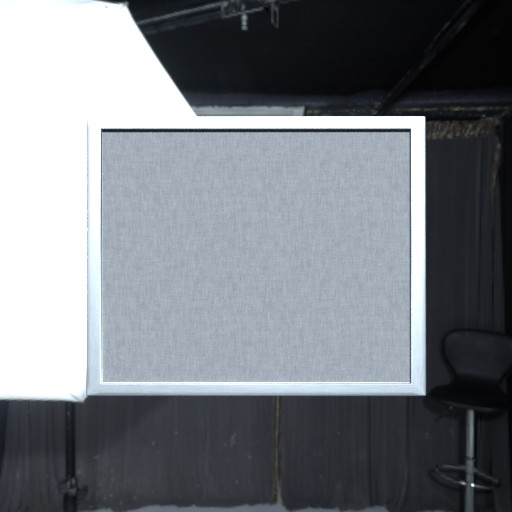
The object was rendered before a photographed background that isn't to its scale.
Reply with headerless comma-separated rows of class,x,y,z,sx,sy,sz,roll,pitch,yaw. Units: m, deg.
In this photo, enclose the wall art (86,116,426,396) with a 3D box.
wall art,0.000,0.000,0.738,0.556,0.457,0.028,0,0,0
